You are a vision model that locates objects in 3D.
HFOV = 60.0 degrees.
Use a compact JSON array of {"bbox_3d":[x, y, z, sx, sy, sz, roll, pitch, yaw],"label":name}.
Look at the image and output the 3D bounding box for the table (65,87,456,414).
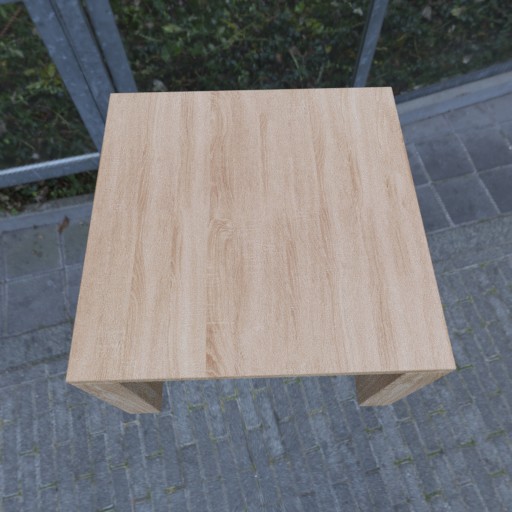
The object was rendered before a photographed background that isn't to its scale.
[{"bbox_3d":[0.000,0.000,1.148,0.700,0.450,0.700,-2,64,-1],"label":"table"}]
